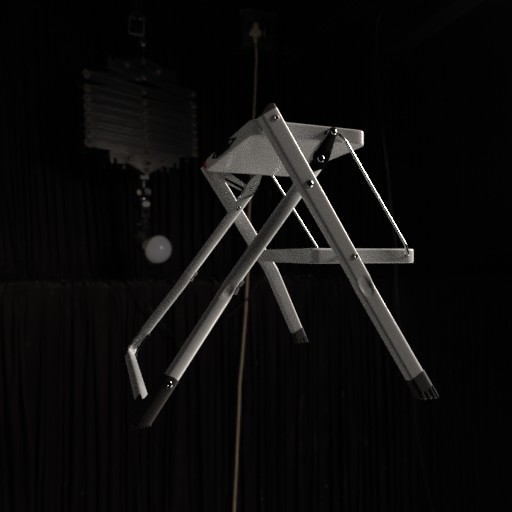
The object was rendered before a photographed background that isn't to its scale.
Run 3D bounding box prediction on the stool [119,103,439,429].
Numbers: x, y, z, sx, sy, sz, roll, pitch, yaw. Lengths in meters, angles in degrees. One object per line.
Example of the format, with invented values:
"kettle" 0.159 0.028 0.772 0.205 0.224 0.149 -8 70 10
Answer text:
"stool" 0.000 0.000 0.849 0.490 0.445 0.485 0 0 -19
